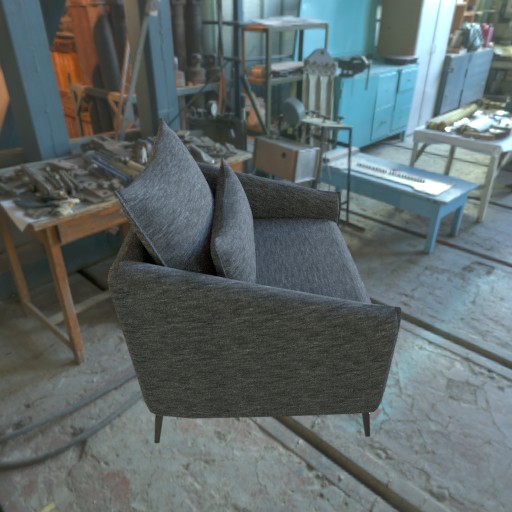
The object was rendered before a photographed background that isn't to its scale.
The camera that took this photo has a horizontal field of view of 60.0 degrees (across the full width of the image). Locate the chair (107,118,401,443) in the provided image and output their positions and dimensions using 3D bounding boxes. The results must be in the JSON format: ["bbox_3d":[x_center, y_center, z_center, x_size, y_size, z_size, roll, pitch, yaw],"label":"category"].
[{"bbox_3d":[0.000,0.000,1.649,0.805,0.842,1.004,-1,30,-2],"label":"chair"}]
